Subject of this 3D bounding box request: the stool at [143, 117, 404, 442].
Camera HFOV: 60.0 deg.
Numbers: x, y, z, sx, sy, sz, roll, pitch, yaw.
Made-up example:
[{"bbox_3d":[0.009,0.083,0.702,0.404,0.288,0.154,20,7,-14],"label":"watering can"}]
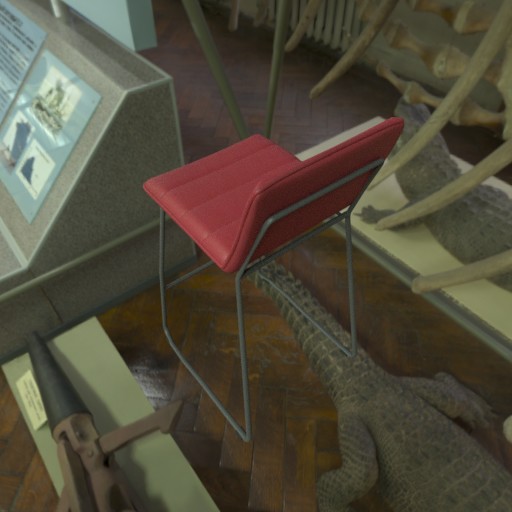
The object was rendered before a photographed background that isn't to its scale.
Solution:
[{"bbox_3d":[0.000,0.000,1.254,0.489,0.937,0.524,-30,53,-26],"label":"stool"}]
